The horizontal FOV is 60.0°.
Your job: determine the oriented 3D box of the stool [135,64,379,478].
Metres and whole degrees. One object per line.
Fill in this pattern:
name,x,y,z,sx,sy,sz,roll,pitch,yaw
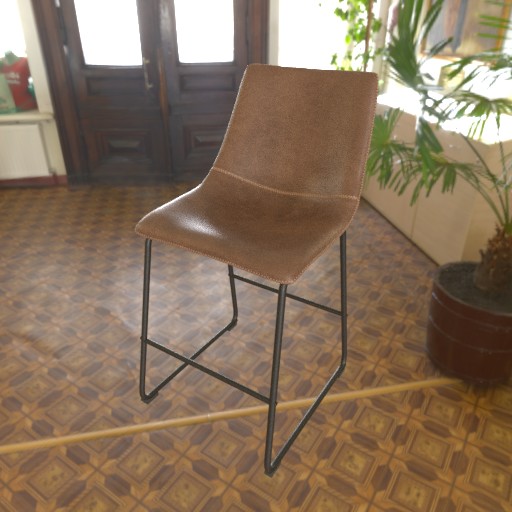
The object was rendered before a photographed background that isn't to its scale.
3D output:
stool,0.000,0.000,1.184,0.460,0.890,0.550,18,33,29
